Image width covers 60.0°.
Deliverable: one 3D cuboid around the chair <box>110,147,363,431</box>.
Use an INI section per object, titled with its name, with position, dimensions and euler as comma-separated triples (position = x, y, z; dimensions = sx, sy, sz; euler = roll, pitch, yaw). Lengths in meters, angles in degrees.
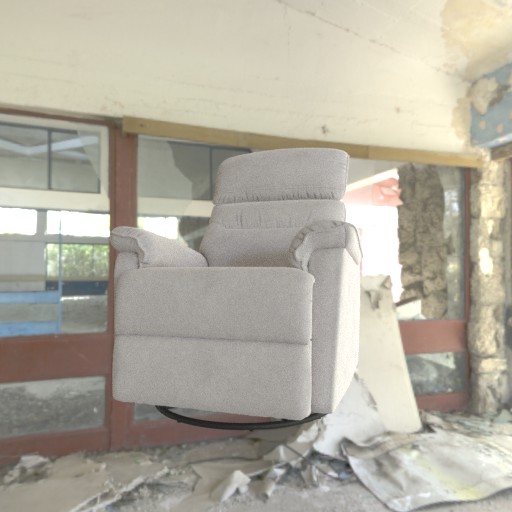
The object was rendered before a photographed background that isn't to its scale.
[chair]
position = 0.000, 0.000, 1.719
dimensions = 0.820, 1.039, 1.001
euler = 0, -2, 18
